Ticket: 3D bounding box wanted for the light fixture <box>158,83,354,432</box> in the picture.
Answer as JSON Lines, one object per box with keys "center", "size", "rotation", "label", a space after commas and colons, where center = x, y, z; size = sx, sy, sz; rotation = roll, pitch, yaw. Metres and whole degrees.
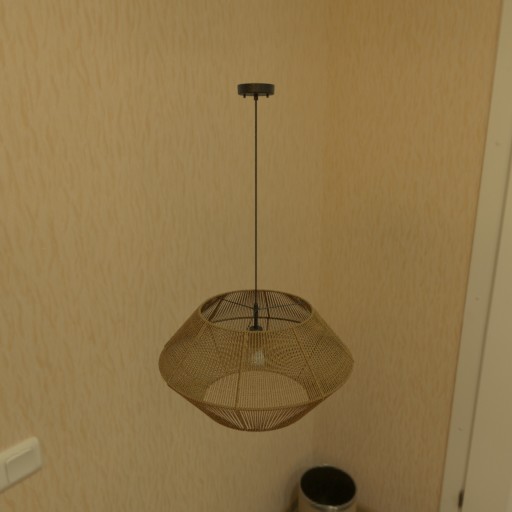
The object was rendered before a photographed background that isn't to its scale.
{"center": [0.000, 0.000, 1.396], "size": [0.643, 1.009, 0.643], "rotation": [0, 15, 0], "label": "light fixture"}
